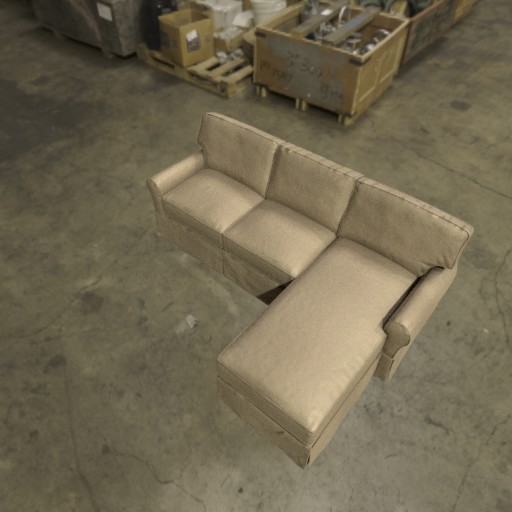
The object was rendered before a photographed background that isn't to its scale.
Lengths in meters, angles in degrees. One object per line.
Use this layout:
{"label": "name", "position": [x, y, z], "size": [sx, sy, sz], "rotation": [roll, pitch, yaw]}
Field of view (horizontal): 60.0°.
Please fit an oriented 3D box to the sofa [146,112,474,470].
{"label": "sofa", "position": [0.000, 0.000, 3.319], "size": [2.475, 0.978, 1.733], "rotation": [31, 54, 26]}
